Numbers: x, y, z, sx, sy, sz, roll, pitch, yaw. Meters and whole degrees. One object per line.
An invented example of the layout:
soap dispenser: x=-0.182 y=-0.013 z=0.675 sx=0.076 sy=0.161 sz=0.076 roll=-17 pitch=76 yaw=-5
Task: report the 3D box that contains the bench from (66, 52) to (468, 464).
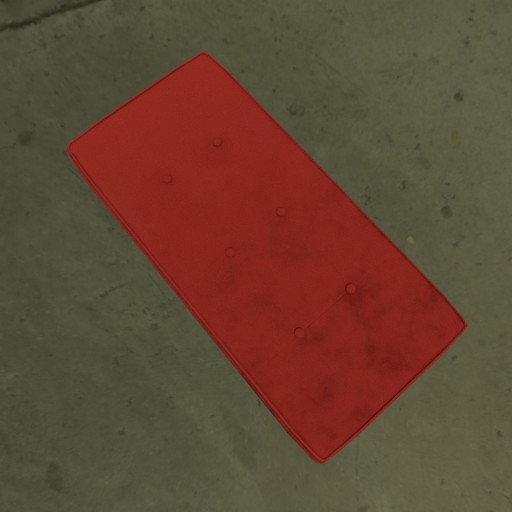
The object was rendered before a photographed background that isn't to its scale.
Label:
bench: x=0.000 y=0.000 z=1.304 sx=0.492 sy=0.471 sz=1.016 roll=-39 pitch=78 yaw=-10
